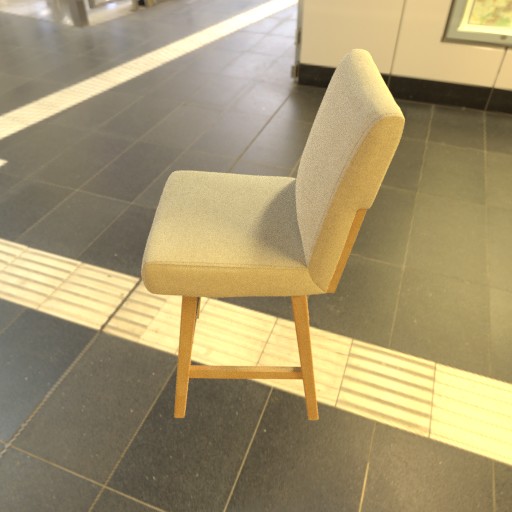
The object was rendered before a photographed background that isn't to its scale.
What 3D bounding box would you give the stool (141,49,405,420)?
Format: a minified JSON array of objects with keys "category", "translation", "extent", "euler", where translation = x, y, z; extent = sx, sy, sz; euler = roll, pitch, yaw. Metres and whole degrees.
[{"category":"stool","translation":[0.000,0.000,1.254],"extent":[0.543,1.015,0.446],"euler":[1,42,1]}]
